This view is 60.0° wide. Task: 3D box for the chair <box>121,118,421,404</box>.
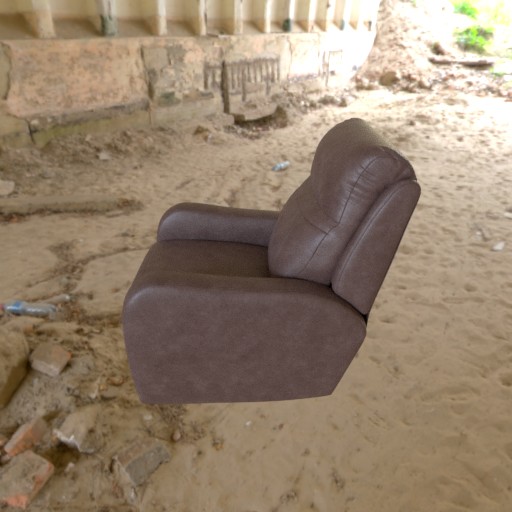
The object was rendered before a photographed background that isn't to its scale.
[{"bbox_3d":[0.000,0.000,1.905,1.067,1.067,0.865,0,27,-1],"label":"chair"}]
